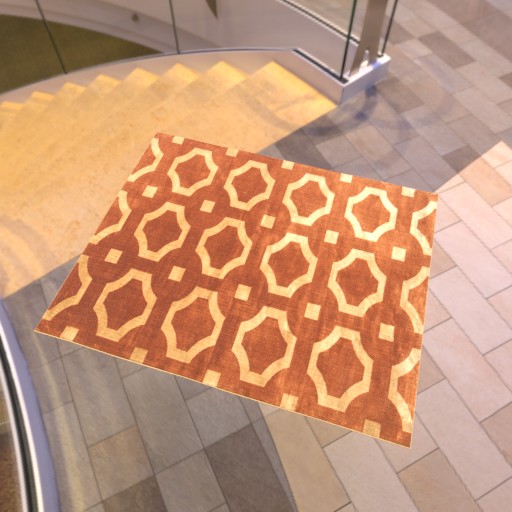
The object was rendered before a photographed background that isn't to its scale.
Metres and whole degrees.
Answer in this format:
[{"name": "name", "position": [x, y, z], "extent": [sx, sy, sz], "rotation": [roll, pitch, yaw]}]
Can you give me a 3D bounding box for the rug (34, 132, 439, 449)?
[{"name": "rug", "position": [0.000, 0.000, 4.017], "extent": [3.049, 0.021, 2.466], "rotation": [15, 59, 9]}]
